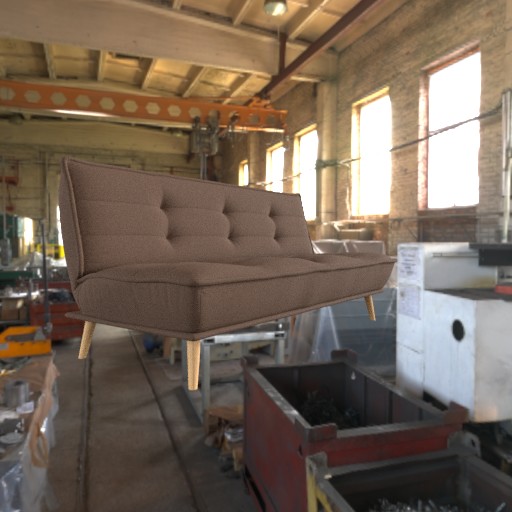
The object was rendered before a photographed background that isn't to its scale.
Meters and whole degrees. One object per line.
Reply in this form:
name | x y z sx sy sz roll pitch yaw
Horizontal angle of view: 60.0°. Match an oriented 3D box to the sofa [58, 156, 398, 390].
sofa | 0.000 0.000 2.462 0.950 0.890 1.940 2 3 36
